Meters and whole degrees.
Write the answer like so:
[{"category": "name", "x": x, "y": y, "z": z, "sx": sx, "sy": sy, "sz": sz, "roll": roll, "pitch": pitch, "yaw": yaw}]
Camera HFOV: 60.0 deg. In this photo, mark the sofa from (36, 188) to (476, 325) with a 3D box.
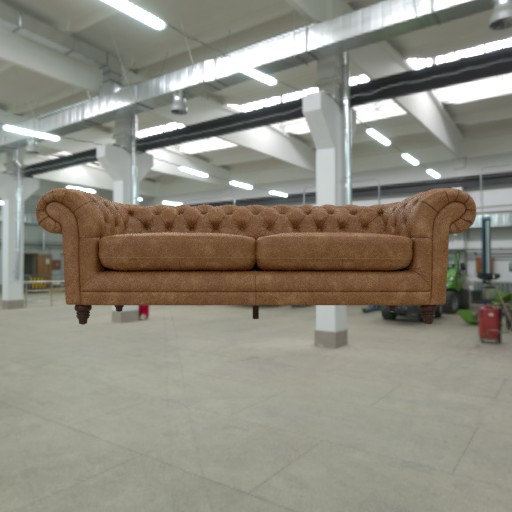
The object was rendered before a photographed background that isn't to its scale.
[{"category": "sofa", "x": 0.000, "y": 0.000, "z": 2.826, "sx": 2.365, "sy": 0.760, "sz": 0.989, "roll": 0, "pitch": -1, "yaw": 0}]
